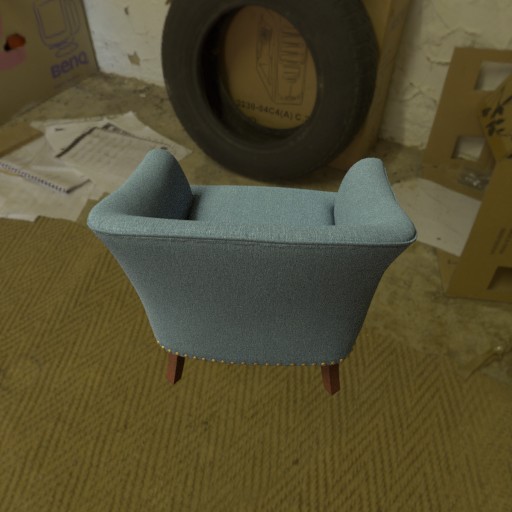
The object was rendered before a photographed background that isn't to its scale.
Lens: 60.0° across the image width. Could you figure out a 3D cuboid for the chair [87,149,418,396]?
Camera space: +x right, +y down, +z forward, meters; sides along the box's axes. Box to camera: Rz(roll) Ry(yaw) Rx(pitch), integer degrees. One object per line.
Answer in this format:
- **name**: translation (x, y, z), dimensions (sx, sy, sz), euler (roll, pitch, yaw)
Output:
- **chair**: translation (0.000, 0.000, 1.366), dimensions (0.772, 0.815, 0.704), euler (3, 46, 3)
